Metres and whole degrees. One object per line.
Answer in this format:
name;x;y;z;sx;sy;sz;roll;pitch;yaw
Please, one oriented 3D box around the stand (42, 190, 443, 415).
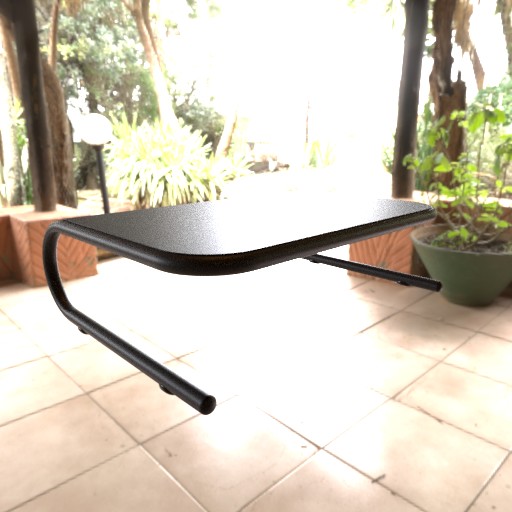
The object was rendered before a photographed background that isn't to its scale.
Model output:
stand;0.000;0.000;0.501;0.370;0.108;0.280;-14;20;-42
